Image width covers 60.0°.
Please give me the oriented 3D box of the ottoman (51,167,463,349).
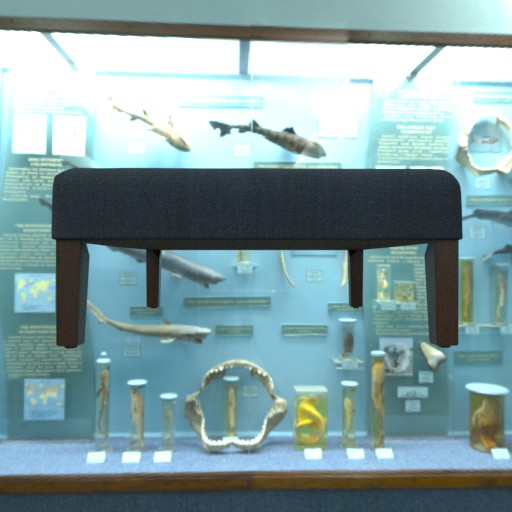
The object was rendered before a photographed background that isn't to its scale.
[{"bbox_3d":[0.000,0.000,1.387,0.889,0.411,0.890,0,-1,-1],"label":"ottoman"}]
